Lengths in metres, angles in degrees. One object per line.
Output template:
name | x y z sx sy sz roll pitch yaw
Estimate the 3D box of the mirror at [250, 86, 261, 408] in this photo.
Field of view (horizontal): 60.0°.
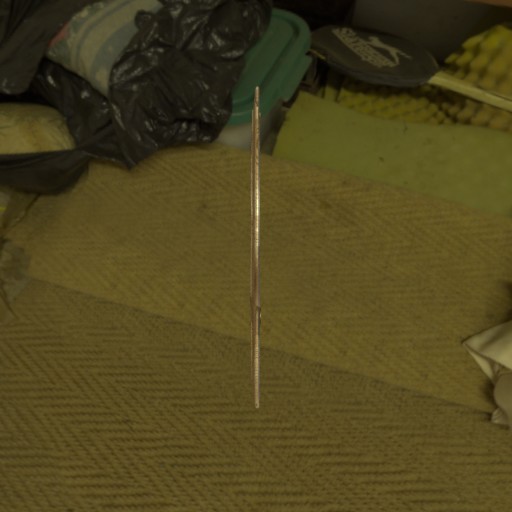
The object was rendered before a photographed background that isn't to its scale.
mirror | 0.000 0.000 1.068 0.019 0.686 0.686 0 57 0
